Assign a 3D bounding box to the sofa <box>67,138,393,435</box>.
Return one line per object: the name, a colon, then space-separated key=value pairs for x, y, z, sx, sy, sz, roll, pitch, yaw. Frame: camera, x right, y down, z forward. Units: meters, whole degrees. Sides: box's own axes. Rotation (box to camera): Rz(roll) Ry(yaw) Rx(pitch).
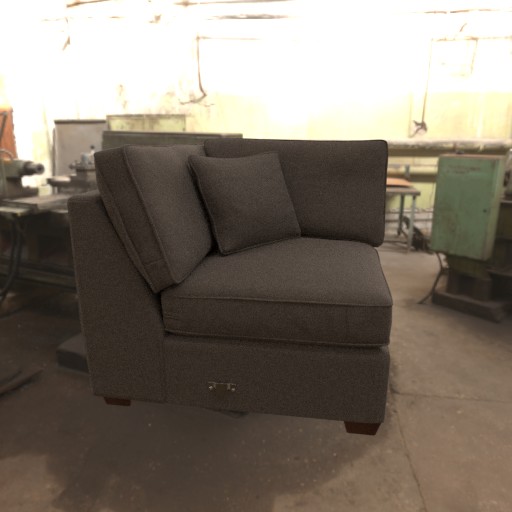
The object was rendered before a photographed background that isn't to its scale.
sofa: x=0.000 y=0.000 z=1.972 sx=1.146 sy=1.002 sz=1.084 roll=2 pitch=16 yaw=9
